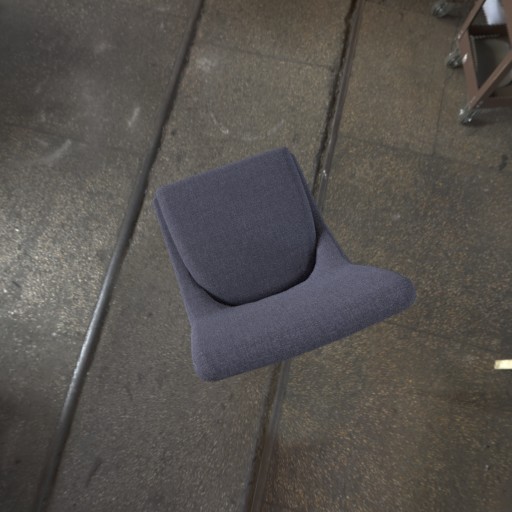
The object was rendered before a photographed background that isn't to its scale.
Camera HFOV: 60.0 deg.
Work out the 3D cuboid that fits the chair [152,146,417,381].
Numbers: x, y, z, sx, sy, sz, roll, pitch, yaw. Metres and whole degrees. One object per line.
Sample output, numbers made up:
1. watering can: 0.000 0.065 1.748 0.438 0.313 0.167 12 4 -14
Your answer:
1. chair: 0.000 0.000 1.354 0.508 0.952 0.655 -20 75 -5
